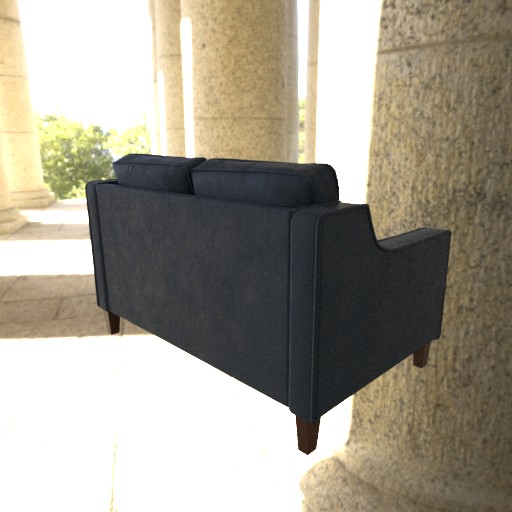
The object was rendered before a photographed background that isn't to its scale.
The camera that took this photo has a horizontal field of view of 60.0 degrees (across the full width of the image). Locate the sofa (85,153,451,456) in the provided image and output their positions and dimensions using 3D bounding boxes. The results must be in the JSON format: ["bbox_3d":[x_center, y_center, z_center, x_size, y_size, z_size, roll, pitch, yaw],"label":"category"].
[{"bbox_3d":[0.000,0.000,2.171,0.987,0.971,1.501,-14,20,-43],"label":"sofa"}]
